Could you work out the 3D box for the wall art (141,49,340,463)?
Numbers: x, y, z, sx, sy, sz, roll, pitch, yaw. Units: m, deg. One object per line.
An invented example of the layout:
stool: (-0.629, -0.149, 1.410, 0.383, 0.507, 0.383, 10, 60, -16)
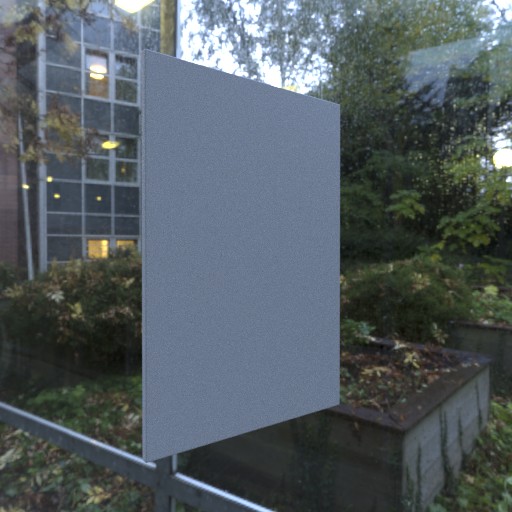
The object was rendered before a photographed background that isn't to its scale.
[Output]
wall art: (0.000, 0.000, 0.617, 0.329, 0.482, 0.011, 0, 1, -37)
